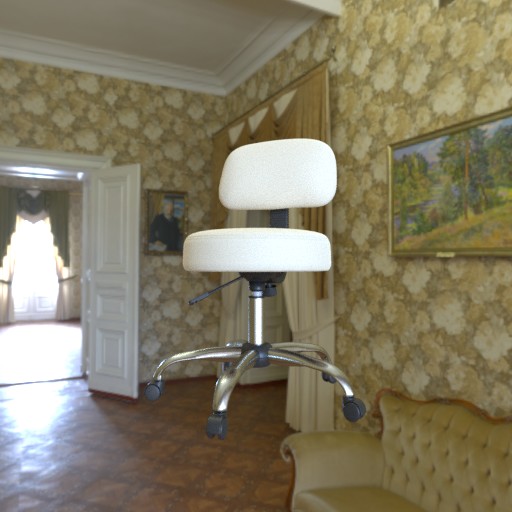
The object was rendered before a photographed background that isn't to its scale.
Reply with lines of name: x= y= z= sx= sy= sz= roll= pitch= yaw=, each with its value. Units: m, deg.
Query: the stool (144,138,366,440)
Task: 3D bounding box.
stool: x=0.000 y=0.000 z=1.248 sx=0.609 sy=0.810 sz=0.616 roll=0 pitch=-1 yaw=17
